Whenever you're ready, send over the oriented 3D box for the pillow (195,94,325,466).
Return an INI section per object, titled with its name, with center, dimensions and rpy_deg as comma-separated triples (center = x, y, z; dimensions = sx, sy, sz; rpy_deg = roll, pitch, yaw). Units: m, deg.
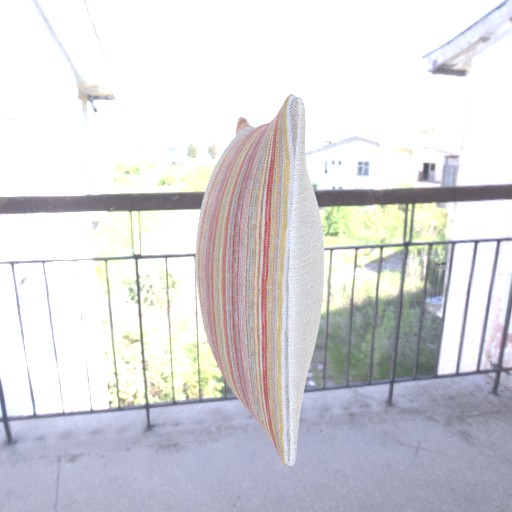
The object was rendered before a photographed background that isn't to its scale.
[pillow]
center = 0.000, 0.000, 0.703
dimensions = 0.191, 0.449, 0.451
rpy_deg = -2, 14, -8
